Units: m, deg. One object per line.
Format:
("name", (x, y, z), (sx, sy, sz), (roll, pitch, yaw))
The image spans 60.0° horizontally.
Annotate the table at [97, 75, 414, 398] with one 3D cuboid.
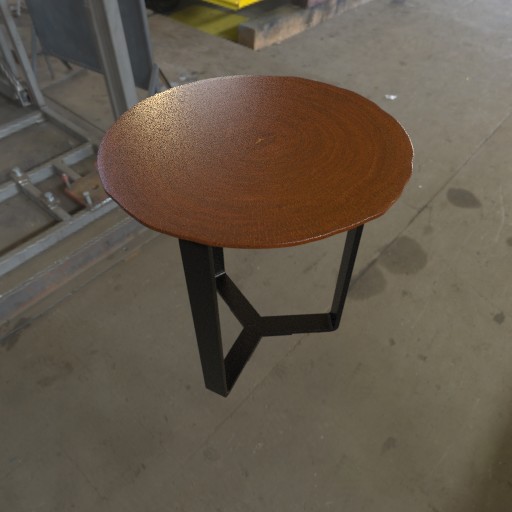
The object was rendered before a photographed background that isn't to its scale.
("table", (0.000, 0.000, 0.752), (0.410, 0.450, 0.380), (-3, 48, -2))
